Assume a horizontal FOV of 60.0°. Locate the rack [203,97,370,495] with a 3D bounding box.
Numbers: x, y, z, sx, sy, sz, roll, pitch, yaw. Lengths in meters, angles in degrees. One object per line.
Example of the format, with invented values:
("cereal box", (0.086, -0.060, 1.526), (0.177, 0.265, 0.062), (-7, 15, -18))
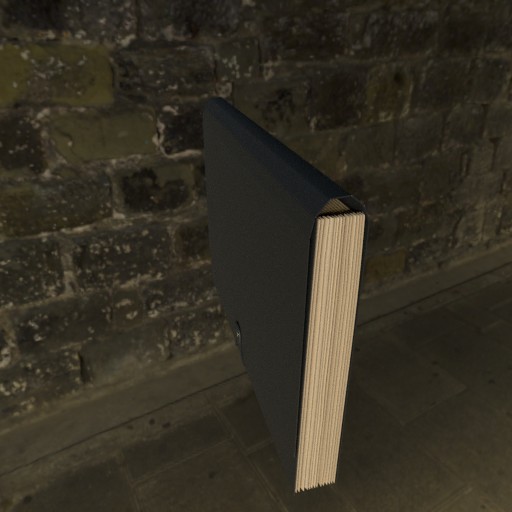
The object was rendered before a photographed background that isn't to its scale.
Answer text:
("rack", (0.000, 0.000, 0.424), (0.041, 0.241, 0.330), (-8, 29, -14))
